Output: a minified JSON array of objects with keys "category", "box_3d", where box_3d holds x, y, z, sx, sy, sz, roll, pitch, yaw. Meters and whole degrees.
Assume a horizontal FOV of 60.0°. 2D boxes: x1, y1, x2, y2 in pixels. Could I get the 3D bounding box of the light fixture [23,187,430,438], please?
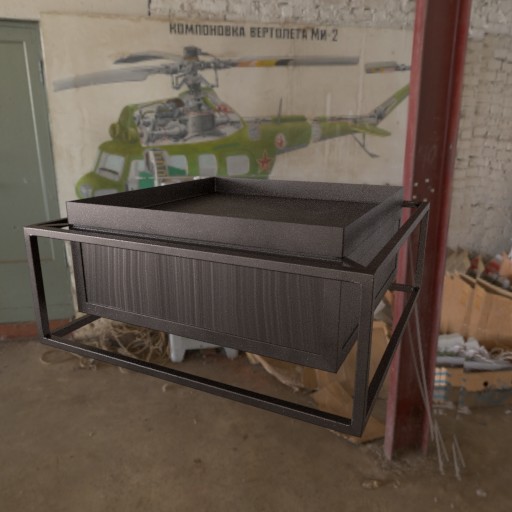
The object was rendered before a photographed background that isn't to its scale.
[{"category":"light fixture","box_3d":[0.000,0.000,0.675,0.441,0.191,0.441,8,17,25]}]
